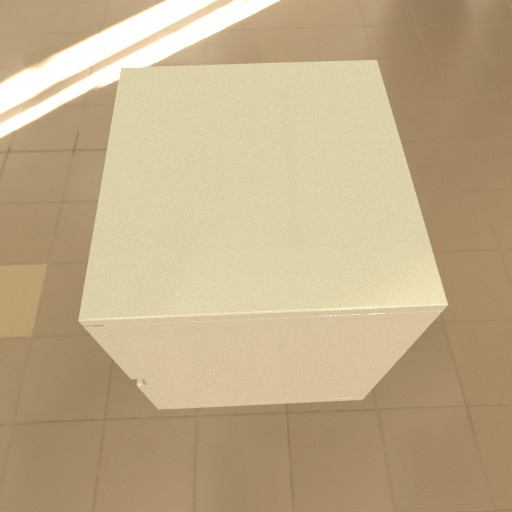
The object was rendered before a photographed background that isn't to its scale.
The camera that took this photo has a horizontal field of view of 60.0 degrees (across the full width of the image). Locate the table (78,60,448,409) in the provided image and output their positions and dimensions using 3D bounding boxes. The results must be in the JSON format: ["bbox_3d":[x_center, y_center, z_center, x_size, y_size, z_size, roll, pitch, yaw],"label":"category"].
[{"bbox_3d":[0.000,0.000,0.787,0.400,0.470,0.420,-2,59,-1],"label":"table"}]
